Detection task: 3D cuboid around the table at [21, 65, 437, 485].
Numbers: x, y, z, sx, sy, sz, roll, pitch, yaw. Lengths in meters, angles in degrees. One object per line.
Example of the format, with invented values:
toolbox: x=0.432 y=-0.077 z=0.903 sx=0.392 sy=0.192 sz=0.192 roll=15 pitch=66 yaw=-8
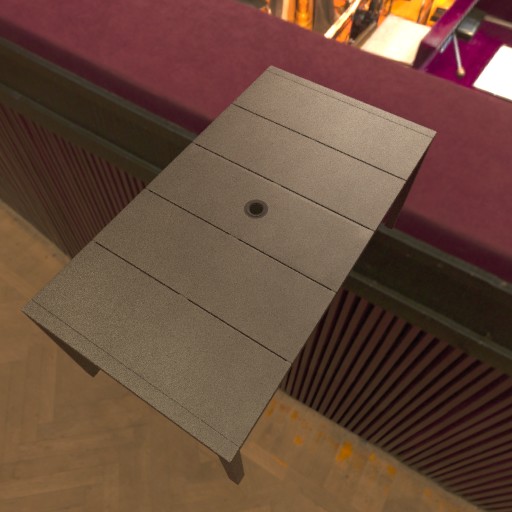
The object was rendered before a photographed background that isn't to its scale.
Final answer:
table: x=0.000 y=0.000 z=2.130 sx=0.914 sy=0.735 sz=1.680 roll=29 pitch=62 yaw=17
